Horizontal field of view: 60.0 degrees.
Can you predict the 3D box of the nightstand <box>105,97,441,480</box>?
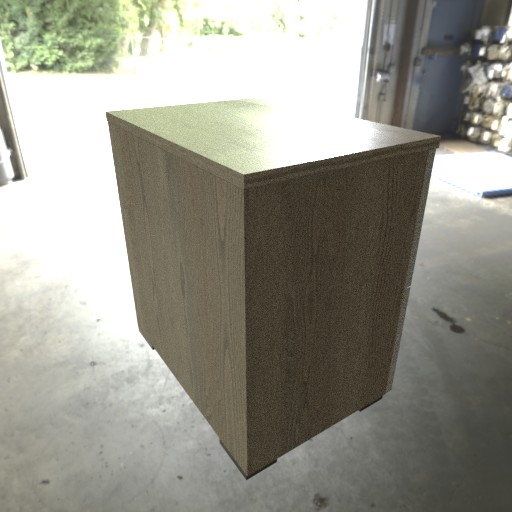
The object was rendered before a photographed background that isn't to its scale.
[{"bbox_3d":[0.000,0.000,0.781,0.325,0.461,0.442,-17,32,-30],"label":"nightstand"}]
